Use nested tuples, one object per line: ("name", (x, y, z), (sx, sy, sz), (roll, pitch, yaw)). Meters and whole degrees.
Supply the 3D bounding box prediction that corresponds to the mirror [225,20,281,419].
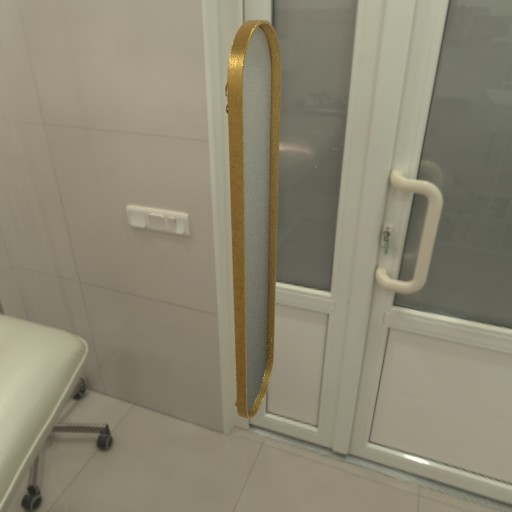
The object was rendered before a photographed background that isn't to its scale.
("mirror", (0.000, 0.000, 1.054), (0.032, 0.991, 0.222), (10, 31, 18))
